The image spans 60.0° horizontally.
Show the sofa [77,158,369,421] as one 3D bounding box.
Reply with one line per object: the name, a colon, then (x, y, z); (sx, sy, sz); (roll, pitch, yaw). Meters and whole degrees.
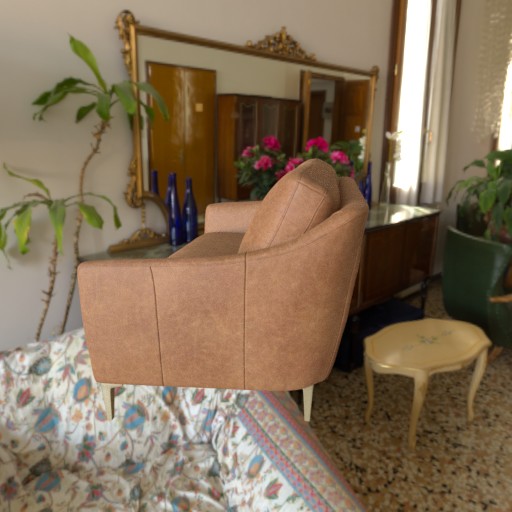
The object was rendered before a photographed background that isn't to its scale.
sofa: (0.000, 0.000, 2.177); (0.960, 0.902, 1.619); (2, 15, 9)
